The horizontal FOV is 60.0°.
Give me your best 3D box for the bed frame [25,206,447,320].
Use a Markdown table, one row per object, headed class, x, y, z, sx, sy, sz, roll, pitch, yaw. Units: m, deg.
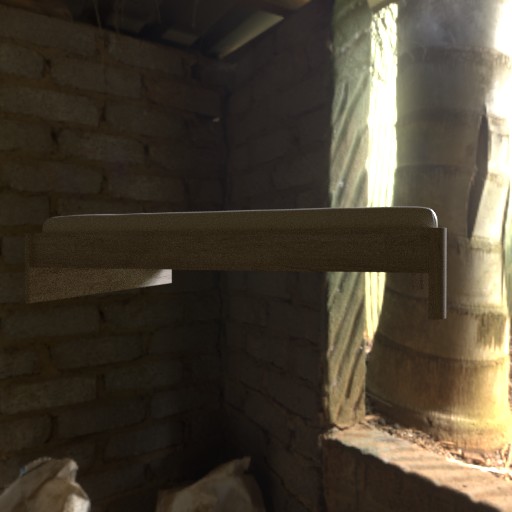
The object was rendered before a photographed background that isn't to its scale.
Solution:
| class | x | y | z | sx | sy | sz | roll | pitch | yaw |
| --- | --- | --- | --- | --- | --- | --- | --- | --- | --- |
| bed frame | 0.000 | 0.000 | 2.636 | 1.950 | 0.462 | 1.490 | 0 | 1 | 17 |
